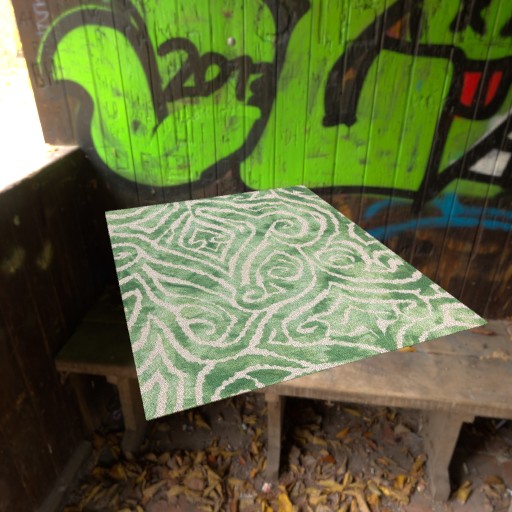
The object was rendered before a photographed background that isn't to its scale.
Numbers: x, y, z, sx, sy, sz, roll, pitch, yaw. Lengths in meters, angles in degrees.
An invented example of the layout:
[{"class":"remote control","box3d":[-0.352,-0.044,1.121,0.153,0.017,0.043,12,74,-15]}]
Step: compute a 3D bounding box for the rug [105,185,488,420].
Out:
[{"class":"rug","box3d":[0.000,0.000,4.061,2.436,0.007,3.045,-10,31,-18]}]
